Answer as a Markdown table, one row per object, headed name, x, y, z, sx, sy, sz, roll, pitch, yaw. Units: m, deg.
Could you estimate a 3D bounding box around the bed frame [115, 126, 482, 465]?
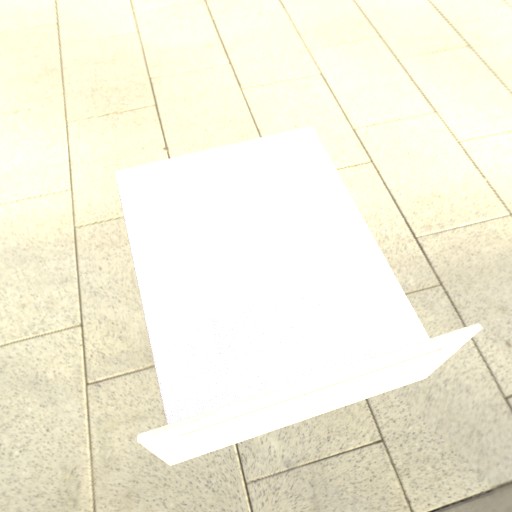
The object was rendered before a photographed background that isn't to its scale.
| name | x | y | z | sx | sy | sz | roll | pitch | yaw |
| --- | --- | --- | --- | --- | --- | --- | --- | --- | --- |
| bed frame | 0.000 | 0.000 | 3.056 | 1.800 | 0.900 | 2.080 | -15 | 60 | -9 |
